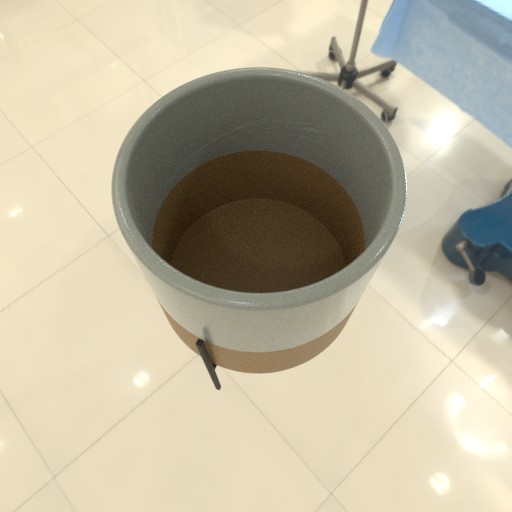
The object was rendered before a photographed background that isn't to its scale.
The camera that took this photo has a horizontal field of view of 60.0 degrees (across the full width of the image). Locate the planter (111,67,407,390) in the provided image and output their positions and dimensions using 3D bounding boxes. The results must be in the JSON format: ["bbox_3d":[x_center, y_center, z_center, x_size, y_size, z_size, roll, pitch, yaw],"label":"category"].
[{"bbox_3d":[0.000,0.000,0.732,0.348,0.480,0.360,-32,68,-15],"label":"planter"}]
